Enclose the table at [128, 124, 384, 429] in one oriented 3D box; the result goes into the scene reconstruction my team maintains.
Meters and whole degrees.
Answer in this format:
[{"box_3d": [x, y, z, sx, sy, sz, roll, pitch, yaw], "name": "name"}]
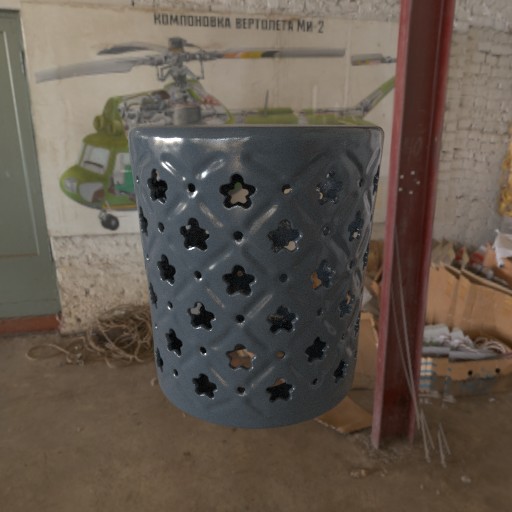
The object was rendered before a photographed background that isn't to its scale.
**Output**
[{"box_3d": [0.000, 0.000, 0.677, 0.352, 0.387, 0.352, 0, 17, 0], "name": "table"}]
